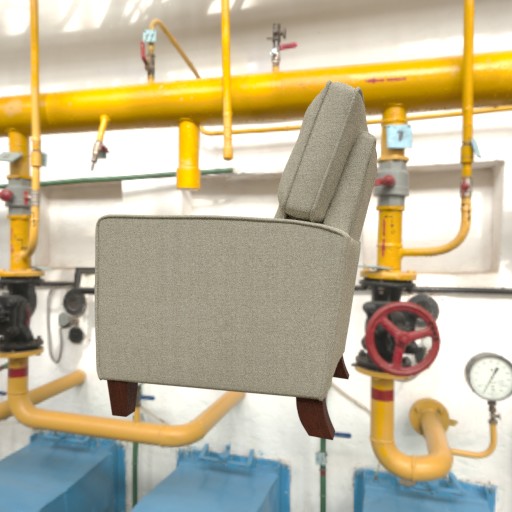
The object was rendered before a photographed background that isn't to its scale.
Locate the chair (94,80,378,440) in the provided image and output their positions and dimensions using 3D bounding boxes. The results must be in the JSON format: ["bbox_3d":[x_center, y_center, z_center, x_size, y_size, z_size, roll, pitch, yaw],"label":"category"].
[{"bbox_3d":[0.000,0.000,1.425,0.754,0.888,0.648,0,1,16],"label":"chair"}]
